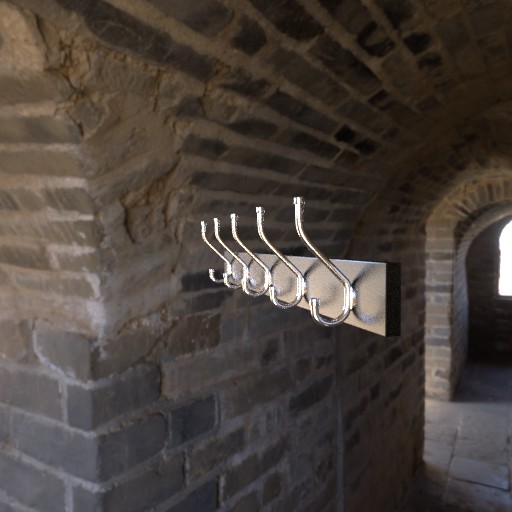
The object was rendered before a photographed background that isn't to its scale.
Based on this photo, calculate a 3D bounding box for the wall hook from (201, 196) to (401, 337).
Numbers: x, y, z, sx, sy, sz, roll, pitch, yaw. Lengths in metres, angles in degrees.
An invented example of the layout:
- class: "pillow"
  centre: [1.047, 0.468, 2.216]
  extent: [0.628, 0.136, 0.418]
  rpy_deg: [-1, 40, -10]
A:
- class: "wall hook"
  centre: [0.000, 0.000, 0.621]
  extent: [0.071, 0.117, 0.571]
  rpy_deg: [-1, 2, -17]
